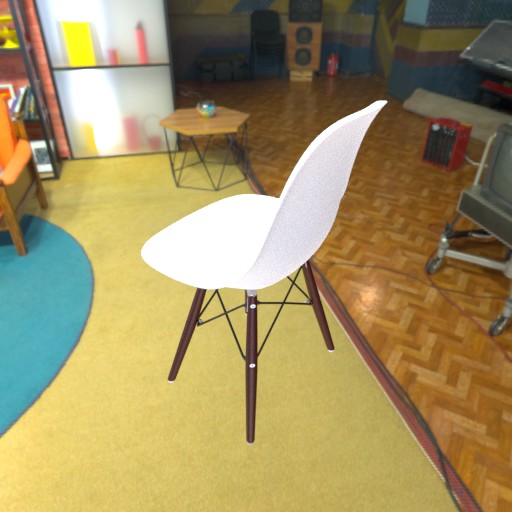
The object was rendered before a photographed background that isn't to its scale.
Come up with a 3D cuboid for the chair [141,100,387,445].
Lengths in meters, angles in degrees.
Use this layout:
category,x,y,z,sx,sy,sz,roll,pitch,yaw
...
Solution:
category,x,y,z,sx,sy,sz,roll,pitch,yaw
chair,0.000,0.000,1.144,0.533,0.826,0.470,22,39,29
